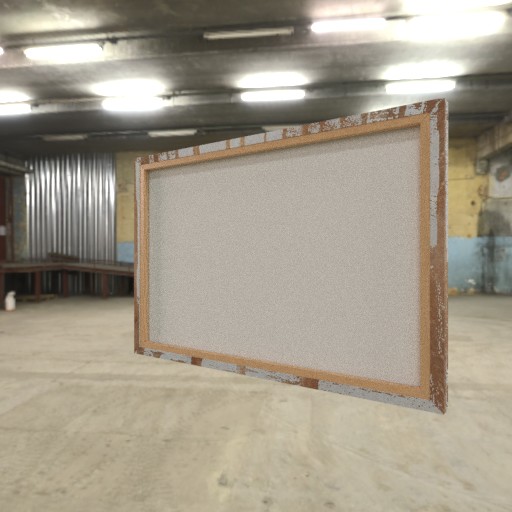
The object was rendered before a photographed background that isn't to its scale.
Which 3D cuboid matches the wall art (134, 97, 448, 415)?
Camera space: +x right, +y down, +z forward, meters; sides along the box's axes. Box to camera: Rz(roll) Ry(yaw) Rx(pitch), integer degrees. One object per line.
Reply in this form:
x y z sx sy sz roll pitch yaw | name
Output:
0.000 0.000 1.131 0.914 0.609 0.035 0 0 36 | wall art
